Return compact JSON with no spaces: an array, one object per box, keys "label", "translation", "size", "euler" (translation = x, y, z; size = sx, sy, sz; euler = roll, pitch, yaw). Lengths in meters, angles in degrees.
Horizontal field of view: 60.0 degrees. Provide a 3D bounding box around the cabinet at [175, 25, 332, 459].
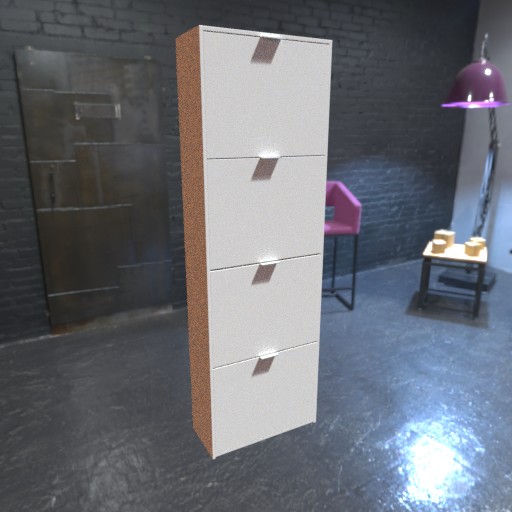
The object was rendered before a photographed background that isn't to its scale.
[{"label":"cabinet","translation":[0.000,0.000,1.822],"size":[0.520,1.630,0.255],"euler":[-8,18,-27]}]
